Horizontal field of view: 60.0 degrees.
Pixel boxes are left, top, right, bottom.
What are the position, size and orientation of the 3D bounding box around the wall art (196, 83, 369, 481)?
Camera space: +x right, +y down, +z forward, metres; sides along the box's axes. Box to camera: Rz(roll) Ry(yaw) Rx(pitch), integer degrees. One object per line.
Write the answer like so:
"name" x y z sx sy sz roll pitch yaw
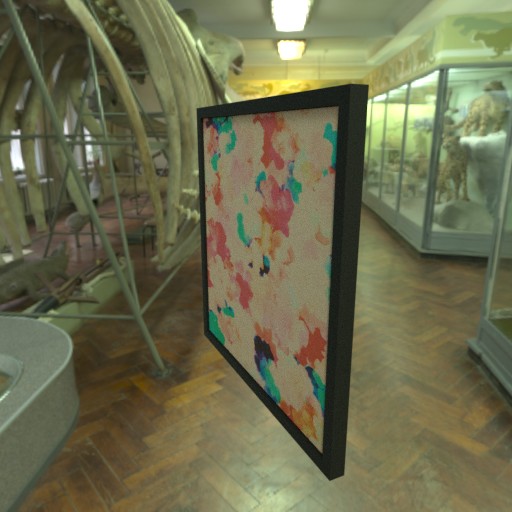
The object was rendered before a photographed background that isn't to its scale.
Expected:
"wall art" 0.000 0.000 0.458 0.015 0.304 0.306 -7 17 -25
